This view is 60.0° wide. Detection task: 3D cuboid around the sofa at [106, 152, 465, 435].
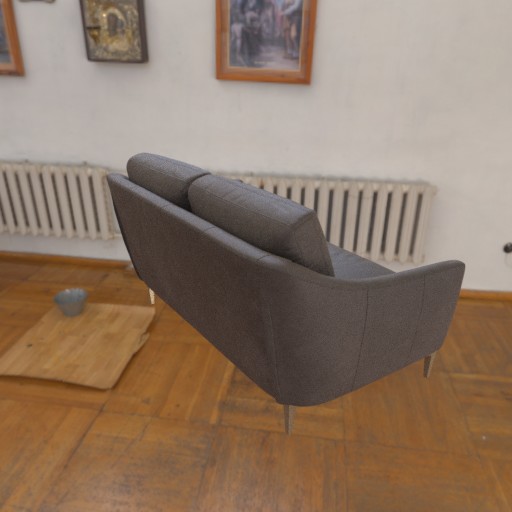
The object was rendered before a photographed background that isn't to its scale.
[{"bbox_3d":[0.000,0.000,2.175,0.960,0.902,1.619,-17,29,-33],"label":"sofa"}]
